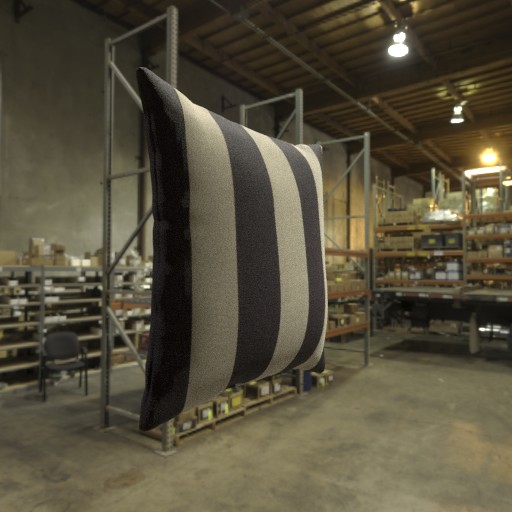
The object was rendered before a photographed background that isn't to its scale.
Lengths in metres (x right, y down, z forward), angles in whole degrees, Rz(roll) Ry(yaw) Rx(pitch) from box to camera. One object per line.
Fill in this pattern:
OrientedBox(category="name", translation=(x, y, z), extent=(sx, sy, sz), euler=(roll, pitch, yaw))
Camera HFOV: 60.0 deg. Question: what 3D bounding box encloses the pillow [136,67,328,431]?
OrientedBox(category="pillow", translation=(0.000, 0.000, 0.825), extent=(0.189, 0.526, 0.536), euler=(-1, -2, 36))
